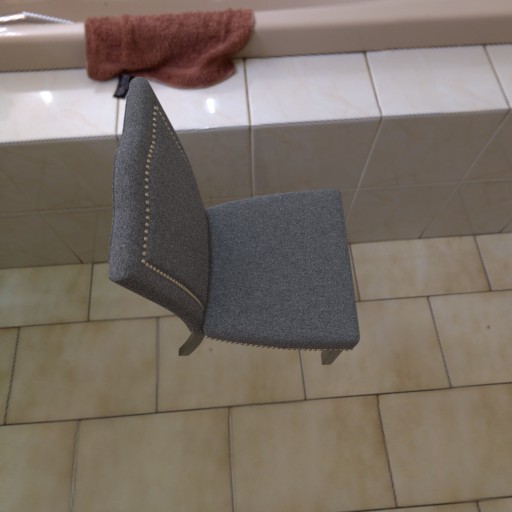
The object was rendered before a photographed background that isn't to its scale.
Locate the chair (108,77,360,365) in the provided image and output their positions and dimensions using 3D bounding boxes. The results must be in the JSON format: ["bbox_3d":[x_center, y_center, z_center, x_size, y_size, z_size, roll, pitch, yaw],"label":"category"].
[{"bbox_3d":[0.000,0.000,1.307,0.589,0.946,0.518,-2,65,-1],"label":"chair"}]
